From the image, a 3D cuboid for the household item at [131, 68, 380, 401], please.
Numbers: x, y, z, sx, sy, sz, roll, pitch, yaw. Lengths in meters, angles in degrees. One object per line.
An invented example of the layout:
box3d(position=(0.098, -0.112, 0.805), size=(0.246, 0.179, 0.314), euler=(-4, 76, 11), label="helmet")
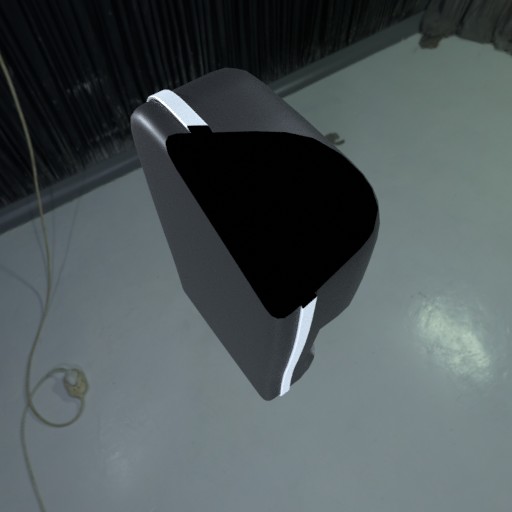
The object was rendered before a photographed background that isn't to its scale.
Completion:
box3d(position=(0.000, 0.000, 0.149), size=(0.038, 0.114, 0.070), euler=(-33, 65, -17), label="household item")
